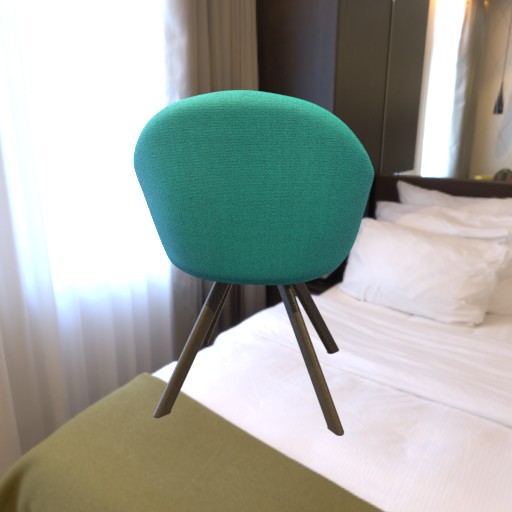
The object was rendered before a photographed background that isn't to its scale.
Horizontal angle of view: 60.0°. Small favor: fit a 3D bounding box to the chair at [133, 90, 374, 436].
[{"bbox_3d":[0.000,0.000,1.184,0.590,0.795,0.550,2,16,8],"label":"chair"}]
